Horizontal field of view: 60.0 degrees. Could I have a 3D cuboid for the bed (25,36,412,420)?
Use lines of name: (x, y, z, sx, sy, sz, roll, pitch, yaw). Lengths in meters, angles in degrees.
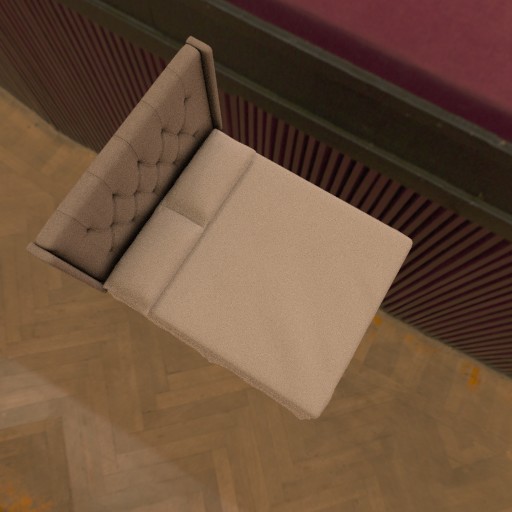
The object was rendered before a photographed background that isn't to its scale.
bed: (0.000, 0.000, 3.339, 2.066, 1.665, 1.719, 31, 77, 8)
